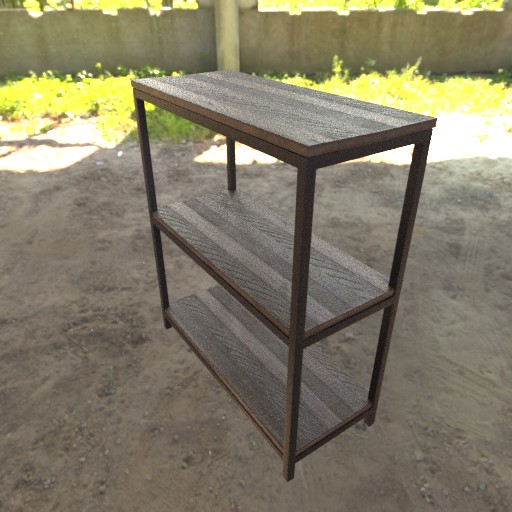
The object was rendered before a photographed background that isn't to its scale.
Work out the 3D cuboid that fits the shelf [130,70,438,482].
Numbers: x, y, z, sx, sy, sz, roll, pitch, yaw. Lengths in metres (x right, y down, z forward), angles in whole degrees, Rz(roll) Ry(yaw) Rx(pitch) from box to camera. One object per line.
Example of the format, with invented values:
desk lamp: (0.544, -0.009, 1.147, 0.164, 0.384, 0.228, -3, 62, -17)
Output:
shelf: (0.000, 0.000, 1.366, 0.352, 0.947, 0.822, -19, 36, -29)
